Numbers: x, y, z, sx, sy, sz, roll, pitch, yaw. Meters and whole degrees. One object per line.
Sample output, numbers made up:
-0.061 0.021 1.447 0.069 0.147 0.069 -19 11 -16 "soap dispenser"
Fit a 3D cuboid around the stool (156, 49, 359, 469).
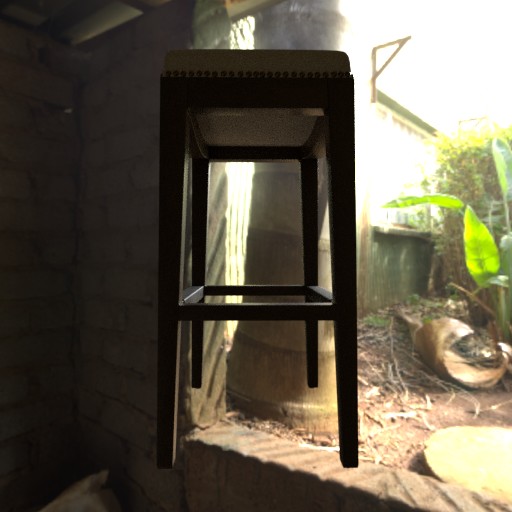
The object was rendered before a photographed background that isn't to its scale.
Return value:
0.000 0.000 1.029 0.358 0.759 0.498 0 0 -1 "stool"
